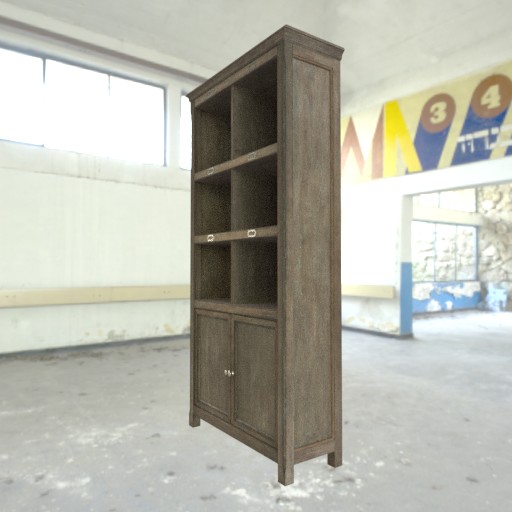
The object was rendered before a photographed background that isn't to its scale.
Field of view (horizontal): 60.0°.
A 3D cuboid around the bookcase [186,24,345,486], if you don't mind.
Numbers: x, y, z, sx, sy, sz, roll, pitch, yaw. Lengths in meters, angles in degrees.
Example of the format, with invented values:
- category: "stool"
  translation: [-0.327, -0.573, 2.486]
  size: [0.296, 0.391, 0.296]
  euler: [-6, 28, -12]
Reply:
- category: "bookcase"
  translation: [0.000, 0.000, 2.248]
  size: [0.348, 1.880, 0.906]
  euler: [1, -2, -35]
